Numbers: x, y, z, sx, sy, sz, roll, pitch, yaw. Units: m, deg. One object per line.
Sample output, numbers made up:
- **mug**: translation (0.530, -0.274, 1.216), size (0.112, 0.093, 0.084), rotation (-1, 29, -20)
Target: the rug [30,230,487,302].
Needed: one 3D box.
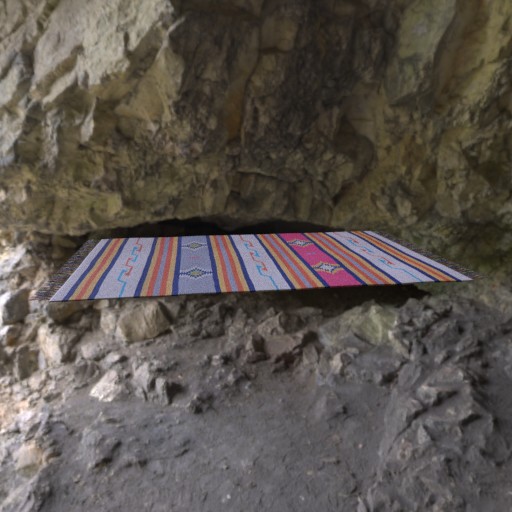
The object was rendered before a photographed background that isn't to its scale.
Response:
- **rug**: translation (0.000, 0.000, 2.250), size (1.849, 0.013, 1.084), rotation (-2, 14, -9)
